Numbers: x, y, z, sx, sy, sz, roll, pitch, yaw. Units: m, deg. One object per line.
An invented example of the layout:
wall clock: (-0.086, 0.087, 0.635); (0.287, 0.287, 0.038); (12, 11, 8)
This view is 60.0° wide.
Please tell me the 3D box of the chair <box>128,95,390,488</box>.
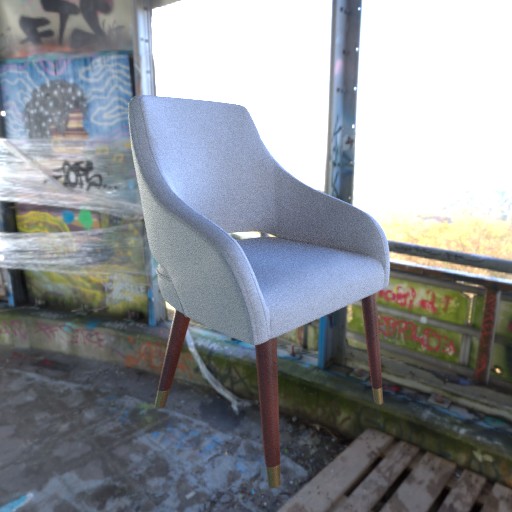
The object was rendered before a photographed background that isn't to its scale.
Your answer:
chair: (0.000, 0.000, 1.261); (0.600, 0.889, 0.609); (13, 19, 43)
